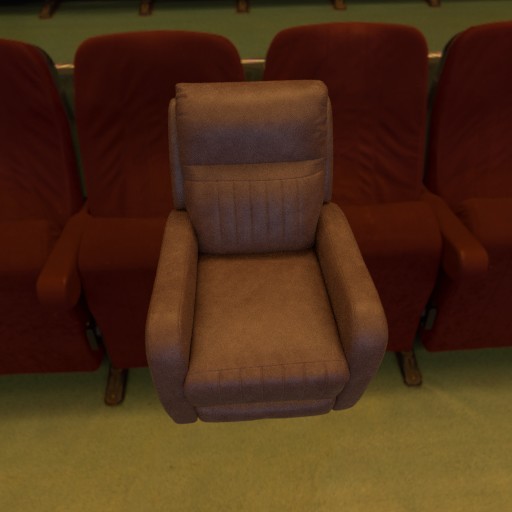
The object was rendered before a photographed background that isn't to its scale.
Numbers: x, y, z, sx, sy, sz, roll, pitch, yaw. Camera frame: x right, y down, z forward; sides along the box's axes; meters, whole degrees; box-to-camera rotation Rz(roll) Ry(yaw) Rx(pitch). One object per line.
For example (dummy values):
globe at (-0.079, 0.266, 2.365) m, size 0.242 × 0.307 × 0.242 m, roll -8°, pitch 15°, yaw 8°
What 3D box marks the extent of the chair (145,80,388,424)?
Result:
chair at (0.000, 0.000, 1.826) m, size 0.865 × 1.067 × 1.067 m, roll -3°, pitch 48°, yaw -3°
